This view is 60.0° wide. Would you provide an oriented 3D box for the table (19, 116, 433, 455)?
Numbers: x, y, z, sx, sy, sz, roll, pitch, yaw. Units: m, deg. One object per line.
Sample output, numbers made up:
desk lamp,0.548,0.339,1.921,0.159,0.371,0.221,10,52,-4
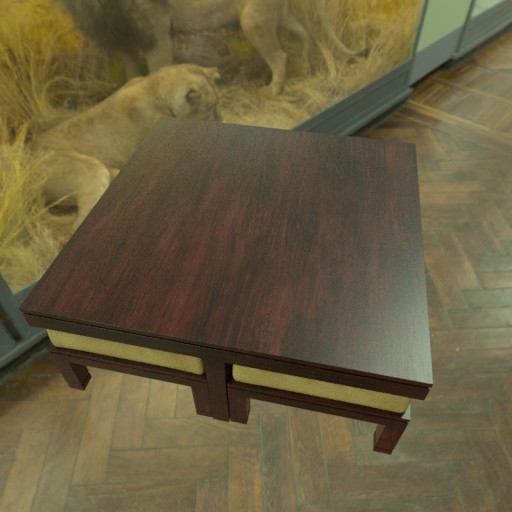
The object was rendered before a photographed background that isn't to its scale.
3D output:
table,0.000,0.000,1.318,0.865,0.356,0.865,9,46,8
